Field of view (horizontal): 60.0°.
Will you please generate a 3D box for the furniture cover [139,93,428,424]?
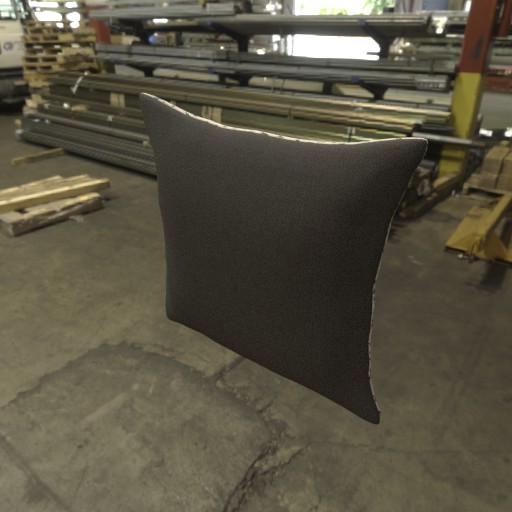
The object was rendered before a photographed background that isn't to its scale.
[{"bbox_3d":[0.000,0.000,0.778,0.525,0.498,0.180,20,34,32],"label":"furniture cover"}]
